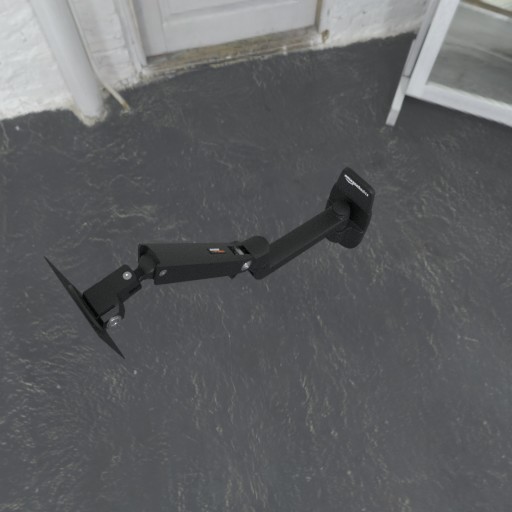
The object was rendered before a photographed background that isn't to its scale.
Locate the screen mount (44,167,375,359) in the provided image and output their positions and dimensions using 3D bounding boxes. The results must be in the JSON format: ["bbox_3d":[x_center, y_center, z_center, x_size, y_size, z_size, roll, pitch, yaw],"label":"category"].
[{"bbox_3d":[0.000,0.000,0.730,0.495,0.466,0.115,-37,69,-16],"label":"screen mount"}]
